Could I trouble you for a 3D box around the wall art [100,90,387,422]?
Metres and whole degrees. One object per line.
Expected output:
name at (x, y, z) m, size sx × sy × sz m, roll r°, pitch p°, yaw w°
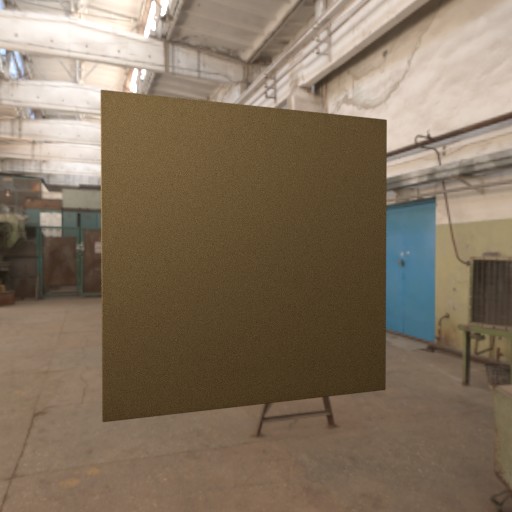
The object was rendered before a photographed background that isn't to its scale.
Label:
wall art at (0.000, 0.000, 0.765) m, size 0.503 × 0.506 × 0.031 m, roll 0°, pitch 1°, yaw -18°
